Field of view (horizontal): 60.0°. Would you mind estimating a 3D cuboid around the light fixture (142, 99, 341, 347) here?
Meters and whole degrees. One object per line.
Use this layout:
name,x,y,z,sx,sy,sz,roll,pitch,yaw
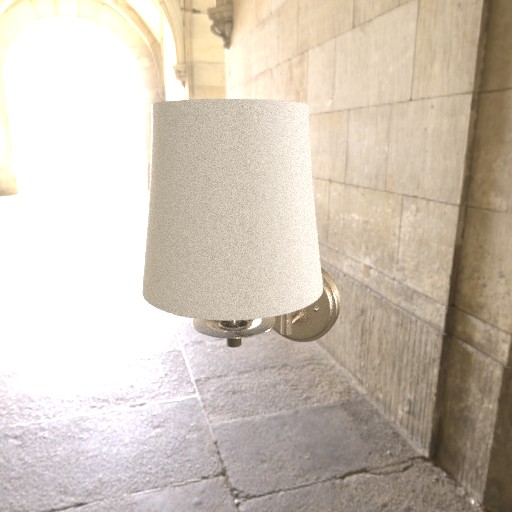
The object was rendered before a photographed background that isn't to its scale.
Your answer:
light fixture,0.000,0.000,0.604,0.223,0.381,0.348,7,16,26
